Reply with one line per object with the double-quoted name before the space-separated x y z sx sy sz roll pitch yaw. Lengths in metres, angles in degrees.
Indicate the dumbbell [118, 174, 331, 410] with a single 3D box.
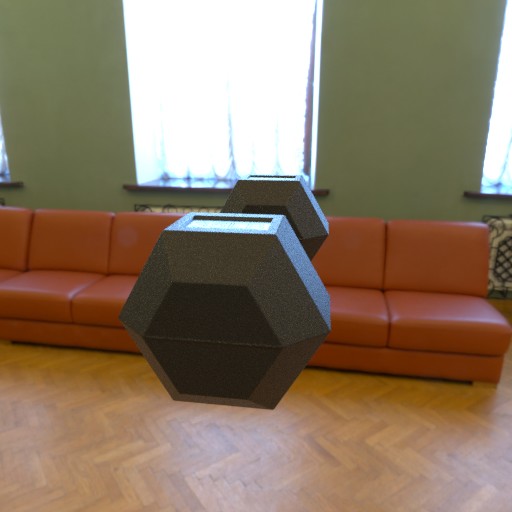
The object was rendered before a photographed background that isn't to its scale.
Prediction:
"dumbbell" 0.000 0.000 0.432 0.141 0.123 0.356 3 17 8
